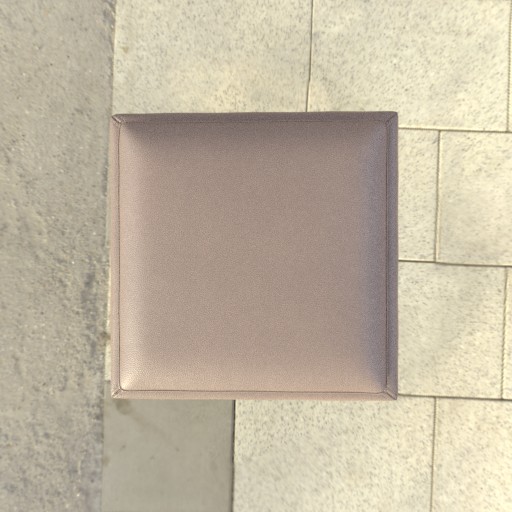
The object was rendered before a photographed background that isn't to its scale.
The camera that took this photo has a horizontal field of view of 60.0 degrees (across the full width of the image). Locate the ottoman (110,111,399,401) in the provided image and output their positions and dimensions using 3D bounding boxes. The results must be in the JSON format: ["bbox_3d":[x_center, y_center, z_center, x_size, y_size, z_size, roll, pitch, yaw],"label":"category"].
[{"bbox_3d":[0.000,0.000,0.819,0.450,0.460,0.451,0,90,2],"label":"ottoman"}]
